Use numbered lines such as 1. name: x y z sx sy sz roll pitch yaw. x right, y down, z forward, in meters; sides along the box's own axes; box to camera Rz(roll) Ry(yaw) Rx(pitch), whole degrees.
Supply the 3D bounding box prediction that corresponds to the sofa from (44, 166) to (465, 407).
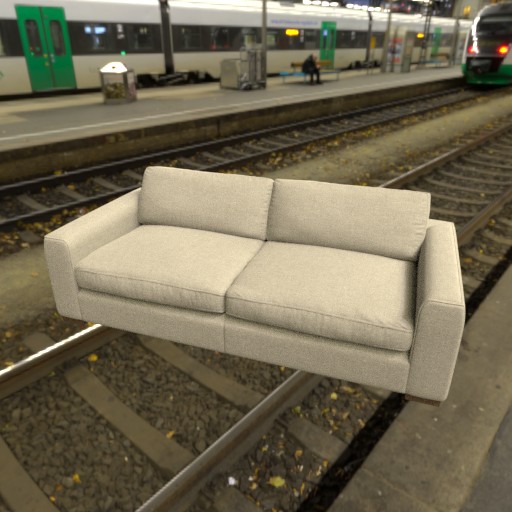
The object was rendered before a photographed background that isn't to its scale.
1. sofa: 0.000 0.000 2.682 2.262 0.801 1.070 9 27 17
